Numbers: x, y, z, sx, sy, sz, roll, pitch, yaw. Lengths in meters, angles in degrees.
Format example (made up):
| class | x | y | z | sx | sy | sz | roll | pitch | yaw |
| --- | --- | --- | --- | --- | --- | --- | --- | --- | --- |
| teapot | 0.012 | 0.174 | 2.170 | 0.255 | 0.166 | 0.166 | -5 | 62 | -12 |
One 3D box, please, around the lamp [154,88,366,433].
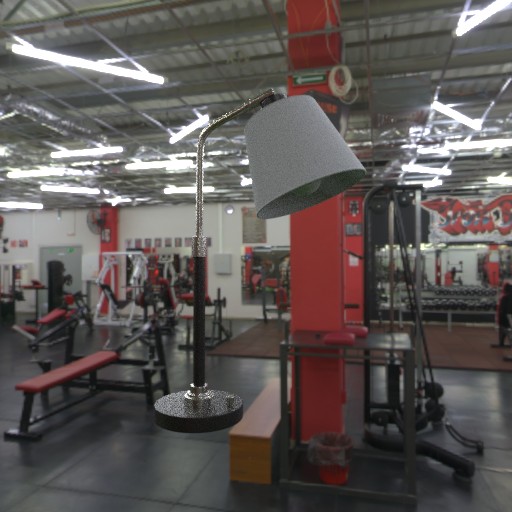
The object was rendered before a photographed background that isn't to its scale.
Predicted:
| class | x | y | z | sx | sy | sz | roll | pitch | yaw |
| --- | --- | --- | --- | --- | --- | --- | --- | --- | --- |
| lamp | 0.000 | 0.000 | 0.718 | 0.348 | 0.539 | 0.181 | 0 | -1 | 17 |
